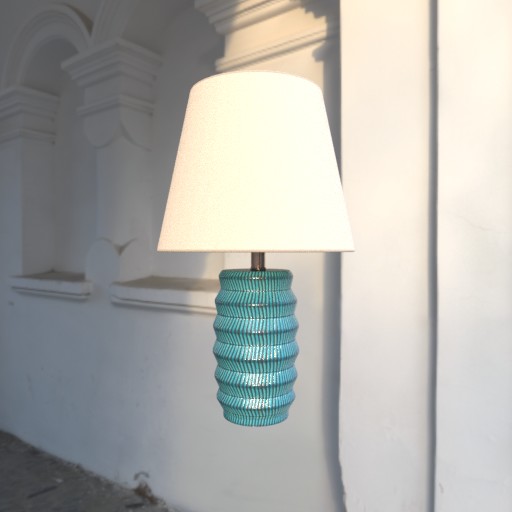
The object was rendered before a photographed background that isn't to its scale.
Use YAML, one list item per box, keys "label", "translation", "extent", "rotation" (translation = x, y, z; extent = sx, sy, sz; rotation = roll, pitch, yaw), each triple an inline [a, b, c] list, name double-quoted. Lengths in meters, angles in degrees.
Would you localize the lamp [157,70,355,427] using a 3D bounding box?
- label: "lamp"
  translation: [0.000, 0.000, 0.812]
  extent: [0.355, 0.582, 0.355]
  rotation: [0, 1, 0]
